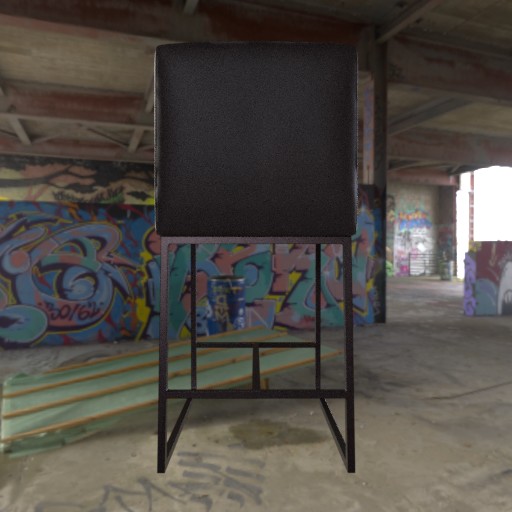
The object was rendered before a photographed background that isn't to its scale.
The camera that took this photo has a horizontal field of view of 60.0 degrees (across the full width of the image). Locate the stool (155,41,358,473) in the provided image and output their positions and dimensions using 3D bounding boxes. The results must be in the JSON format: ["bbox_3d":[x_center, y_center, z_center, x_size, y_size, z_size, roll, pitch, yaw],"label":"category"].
[{"bbox_3d":[0.000,0.000,1.234,0.463,0.946,0.562,0,1,0],"label":"stool"}]
